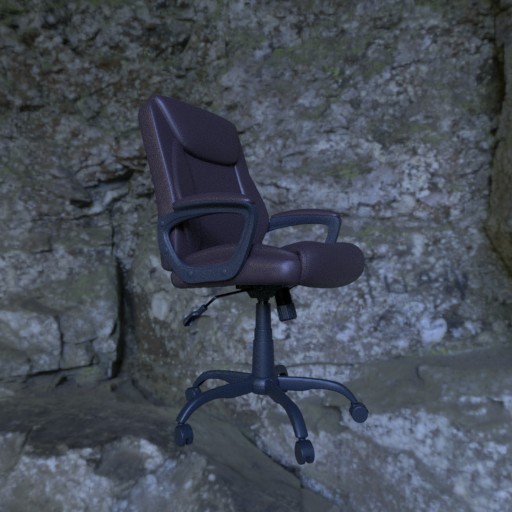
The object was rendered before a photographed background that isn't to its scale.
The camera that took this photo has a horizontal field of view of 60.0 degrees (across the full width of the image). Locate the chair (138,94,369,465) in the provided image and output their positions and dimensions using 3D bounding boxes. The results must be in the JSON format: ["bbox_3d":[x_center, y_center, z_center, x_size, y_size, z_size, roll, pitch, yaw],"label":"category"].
[{"bbox_3d":[0.000,0.000,1.457,0.655,1.072,0.615,0,0,36],"label":"chair"}]
